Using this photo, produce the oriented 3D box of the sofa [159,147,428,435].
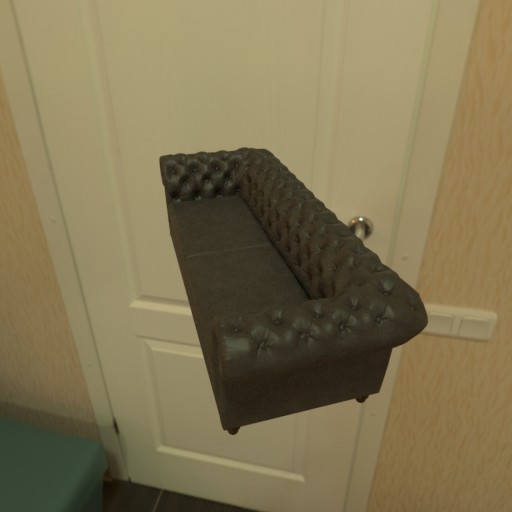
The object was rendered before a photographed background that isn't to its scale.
[{"bbox_3d":[0.000,0.000,2.858,0.944,0.783,2.385,-9,32,-14],"label":"sofa"}]
